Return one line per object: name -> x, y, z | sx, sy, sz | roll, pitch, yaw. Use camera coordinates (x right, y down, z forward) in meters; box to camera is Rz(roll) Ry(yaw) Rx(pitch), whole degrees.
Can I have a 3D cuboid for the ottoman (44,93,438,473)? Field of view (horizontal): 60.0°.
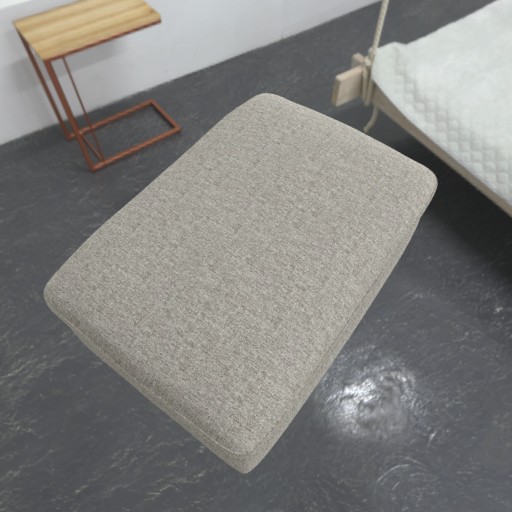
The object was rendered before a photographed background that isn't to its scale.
ottoman -> 0.000, 0.000, 1.317 | 0.694, 0.451, 0.977 | 32, 64, 18
